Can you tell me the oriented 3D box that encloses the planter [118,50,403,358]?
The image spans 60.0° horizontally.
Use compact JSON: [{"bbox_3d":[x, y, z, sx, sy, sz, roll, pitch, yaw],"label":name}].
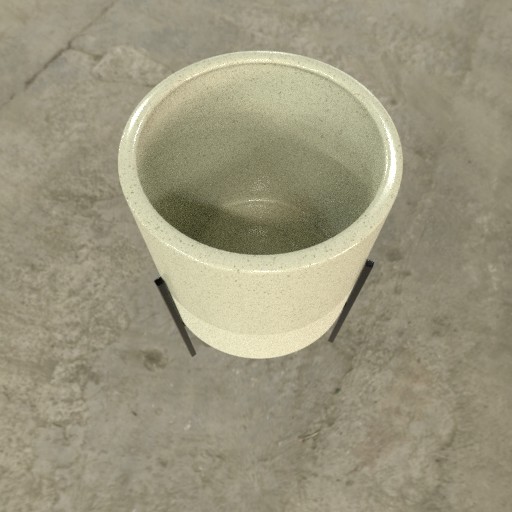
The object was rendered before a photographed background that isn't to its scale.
[{"bbox_3d":[0.000,0.000,0.537,0.243,0.390,0.234,-33,67,-16],"label":"planter"}]
